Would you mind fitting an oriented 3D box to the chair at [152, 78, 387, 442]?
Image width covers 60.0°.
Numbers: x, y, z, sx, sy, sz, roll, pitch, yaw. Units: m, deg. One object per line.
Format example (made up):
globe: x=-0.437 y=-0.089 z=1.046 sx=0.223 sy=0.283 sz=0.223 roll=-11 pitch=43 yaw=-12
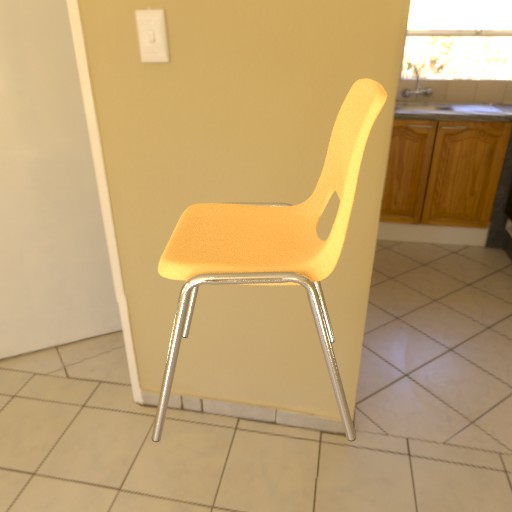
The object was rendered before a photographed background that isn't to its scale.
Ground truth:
chair: x=0.000 y=0.000 z=0.947 sx=0.436 sy=0.704 sz=0.381 roll=1 pitch=27 yaw=1
